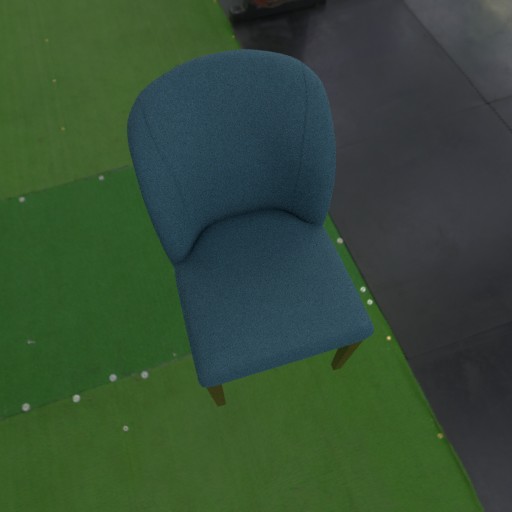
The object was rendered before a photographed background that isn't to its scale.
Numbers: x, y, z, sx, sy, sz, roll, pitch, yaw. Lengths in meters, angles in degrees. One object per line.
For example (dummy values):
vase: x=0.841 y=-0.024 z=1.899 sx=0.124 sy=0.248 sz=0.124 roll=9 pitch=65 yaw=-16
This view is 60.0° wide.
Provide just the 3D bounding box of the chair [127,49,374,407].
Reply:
chair: x=0.000 y=0.000 z=1.264 sx=0.507 sy=0.879 sz=0.620 roll=-15 pitch=63 yaw=-8
